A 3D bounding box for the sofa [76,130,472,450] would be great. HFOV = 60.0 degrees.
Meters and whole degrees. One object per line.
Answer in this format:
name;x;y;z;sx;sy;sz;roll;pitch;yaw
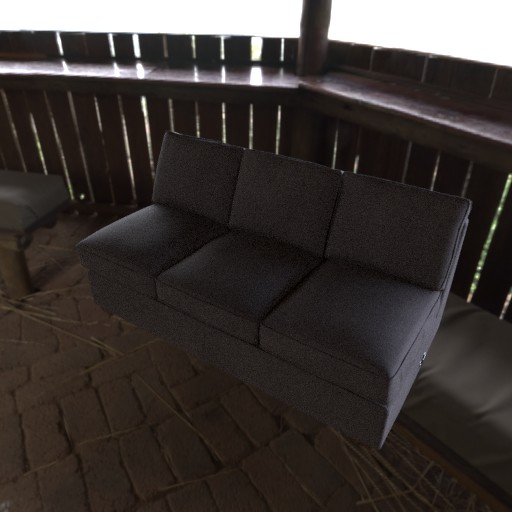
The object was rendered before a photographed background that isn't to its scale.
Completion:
sofa;0.000;0.000;2.511;1.962;0.973;1.027;19;36;29
